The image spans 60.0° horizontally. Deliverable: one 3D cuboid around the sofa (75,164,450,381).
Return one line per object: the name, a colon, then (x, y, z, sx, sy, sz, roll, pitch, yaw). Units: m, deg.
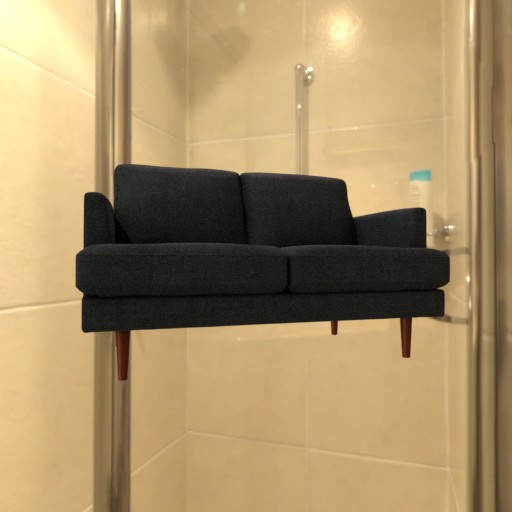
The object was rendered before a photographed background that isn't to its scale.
sofa: (0.000, 0.000, 2.162, 1.582, 0.944, 0.903, 0, -1, -18)
